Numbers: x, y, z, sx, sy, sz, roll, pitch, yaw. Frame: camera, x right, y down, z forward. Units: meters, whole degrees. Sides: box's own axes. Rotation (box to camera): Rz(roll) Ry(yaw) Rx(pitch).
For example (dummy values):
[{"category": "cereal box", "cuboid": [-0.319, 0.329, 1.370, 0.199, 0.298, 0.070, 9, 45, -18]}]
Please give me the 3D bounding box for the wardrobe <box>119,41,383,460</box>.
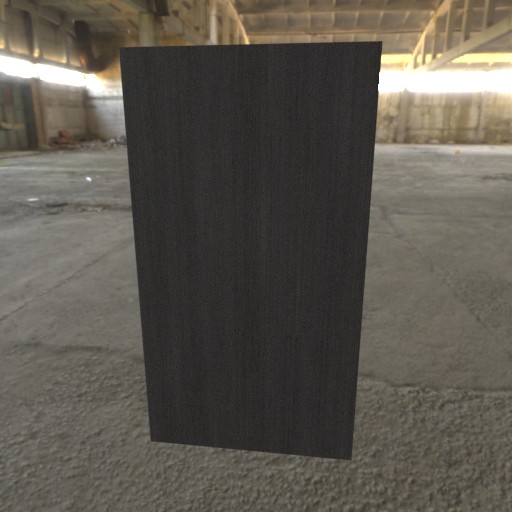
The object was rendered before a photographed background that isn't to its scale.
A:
[{"category": "wardrobe", "cuboid": [0.000, 0.000, 2.175, 0.991, 1.808, 0.577, 2, 17, 7]}]
